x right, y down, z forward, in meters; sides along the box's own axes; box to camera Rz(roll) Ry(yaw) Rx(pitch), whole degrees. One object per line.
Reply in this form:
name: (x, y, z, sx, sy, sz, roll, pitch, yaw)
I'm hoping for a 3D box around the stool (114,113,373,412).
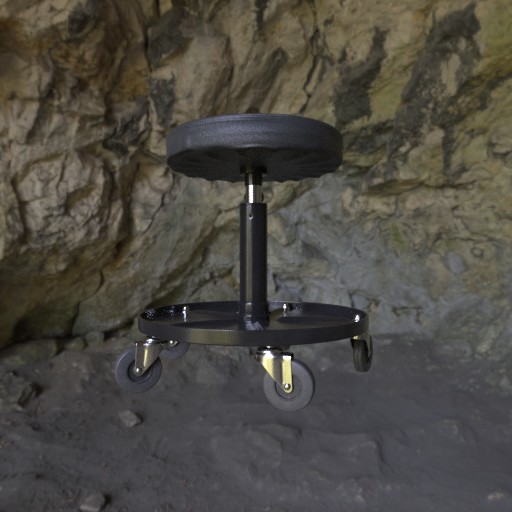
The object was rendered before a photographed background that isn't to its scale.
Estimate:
stool: (0.000, 0.000, 0.697, 0.381, 0.365, 0.382, 0, 0, -1)
